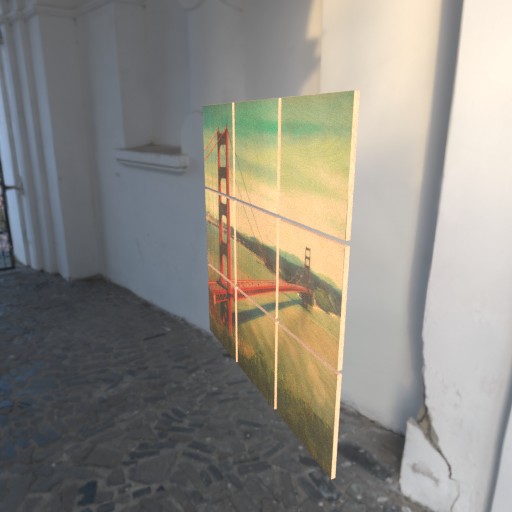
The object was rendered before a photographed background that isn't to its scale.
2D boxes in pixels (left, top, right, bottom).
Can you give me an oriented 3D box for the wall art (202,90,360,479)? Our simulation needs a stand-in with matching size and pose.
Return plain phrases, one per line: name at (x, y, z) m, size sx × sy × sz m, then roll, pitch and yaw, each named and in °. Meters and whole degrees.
wall art at (0.000, 0.000, 1.821) m, size 0.016 × 1.207 × 1.217 m, roll -8°, pitch 18°, yaw -24°
